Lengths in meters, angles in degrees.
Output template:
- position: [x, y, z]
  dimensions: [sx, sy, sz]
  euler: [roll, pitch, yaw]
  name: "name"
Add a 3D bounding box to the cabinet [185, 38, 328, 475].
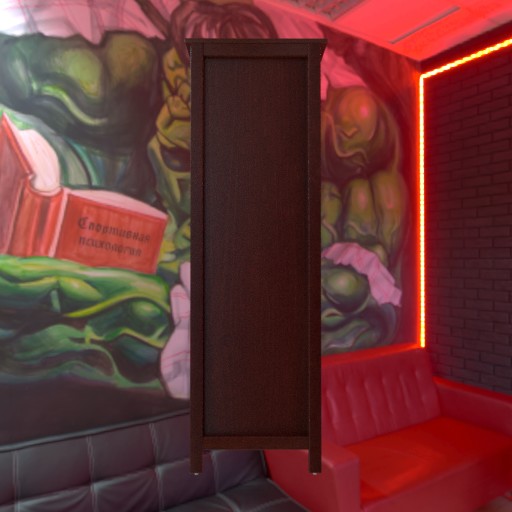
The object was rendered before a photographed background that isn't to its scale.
- position: [0.000, 0.000, 1.739]
  dimensions: [0.500, 1.518, 0.401]
  euler: [0, -1, 0]
  name: "cabinet"
